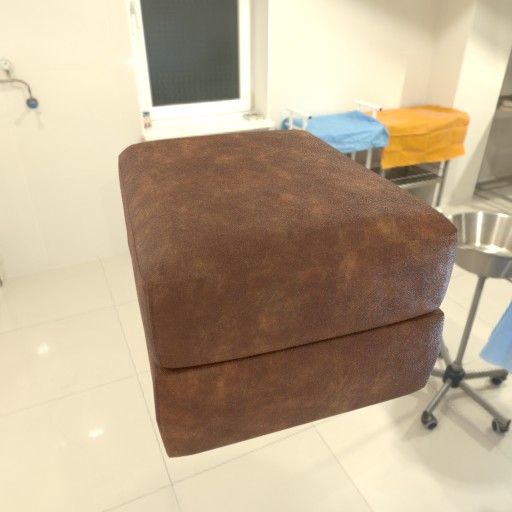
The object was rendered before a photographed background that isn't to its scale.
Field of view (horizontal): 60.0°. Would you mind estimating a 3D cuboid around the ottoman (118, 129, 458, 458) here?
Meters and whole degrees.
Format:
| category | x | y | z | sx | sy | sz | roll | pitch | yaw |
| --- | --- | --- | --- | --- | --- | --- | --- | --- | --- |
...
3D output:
| category | x | y | z | sx | sy | sz | roll | pitch | yaw |
| --- | --- | --- | --- | --- | --- | --- | --- | --- | --- |
| ottoman | 0.000 | 0.000 | 1.113 | 0.603 | 0.476 | 0.751 | -9 | 31 | -16 |
